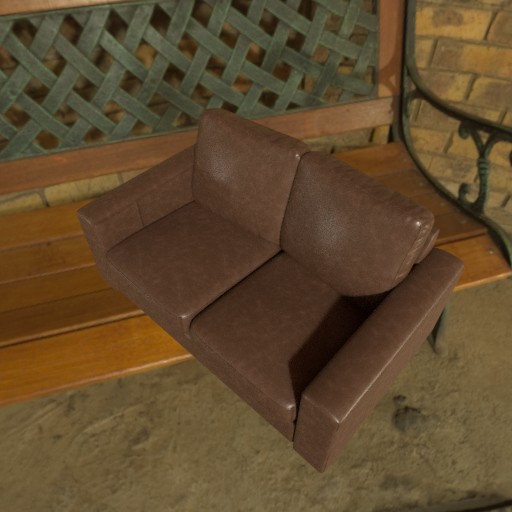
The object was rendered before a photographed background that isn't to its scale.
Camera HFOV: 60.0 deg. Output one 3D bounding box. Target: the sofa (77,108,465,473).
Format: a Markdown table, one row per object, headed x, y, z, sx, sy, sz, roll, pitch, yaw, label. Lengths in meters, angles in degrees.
| x | y | z | sx | sy | sz | roll | pitch | yaw | label |
| --- | --- | --- | --- | --- | --- | --- | --- | --- | --- |
| 0.000 | 0.000 | 2.173 | 1.616 | 0.873 | 1.016 | 34 | 56 | 27 | sofa |
